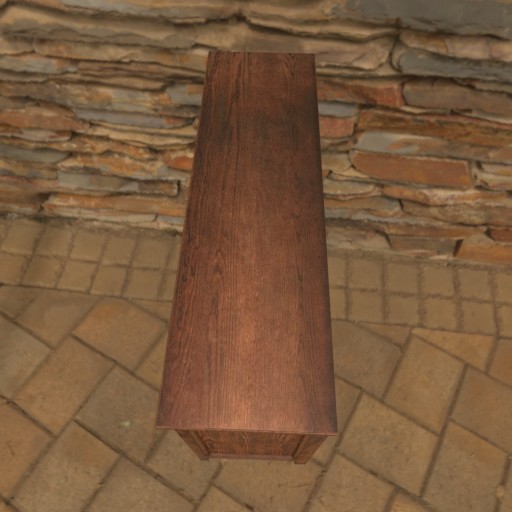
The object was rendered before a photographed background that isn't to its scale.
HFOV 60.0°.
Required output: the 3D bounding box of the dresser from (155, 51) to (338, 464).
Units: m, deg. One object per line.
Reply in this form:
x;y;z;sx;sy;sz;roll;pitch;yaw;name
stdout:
0.000;0.000;1.878;0.463;0.856;1.551;2;59;1;dresser
